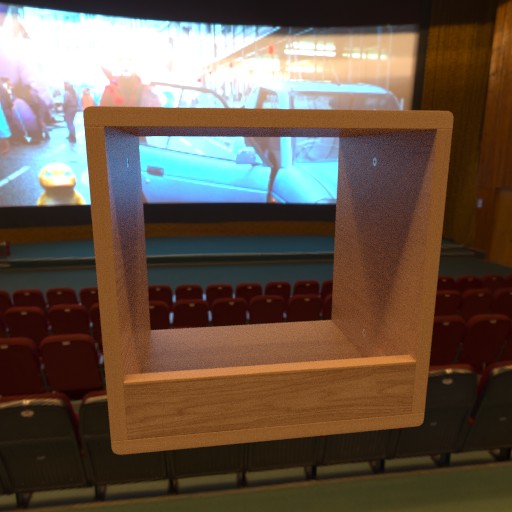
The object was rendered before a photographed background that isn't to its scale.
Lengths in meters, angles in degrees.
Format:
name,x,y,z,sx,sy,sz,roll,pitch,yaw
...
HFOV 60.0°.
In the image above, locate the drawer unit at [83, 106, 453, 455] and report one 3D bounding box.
name,x,y,z,sx,sy,sz,roll,pitch,yaw
drawer unit,0.000,0.000,0.583,0.344,0.344,0.290,-2,14,-8
